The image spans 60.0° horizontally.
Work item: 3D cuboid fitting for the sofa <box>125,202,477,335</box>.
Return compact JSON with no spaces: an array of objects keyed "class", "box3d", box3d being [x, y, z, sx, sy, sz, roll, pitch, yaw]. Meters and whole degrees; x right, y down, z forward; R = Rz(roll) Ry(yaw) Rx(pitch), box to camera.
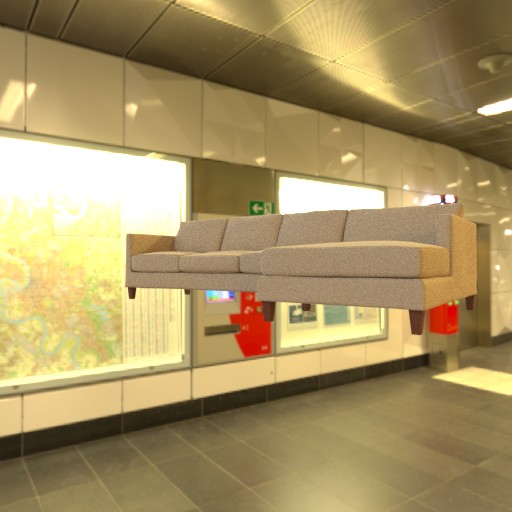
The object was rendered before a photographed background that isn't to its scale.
[{"class":"sofa","box3d":[0.000,0.000,3.782,3.186,0.861,1.625,-1,-1,35]}]
